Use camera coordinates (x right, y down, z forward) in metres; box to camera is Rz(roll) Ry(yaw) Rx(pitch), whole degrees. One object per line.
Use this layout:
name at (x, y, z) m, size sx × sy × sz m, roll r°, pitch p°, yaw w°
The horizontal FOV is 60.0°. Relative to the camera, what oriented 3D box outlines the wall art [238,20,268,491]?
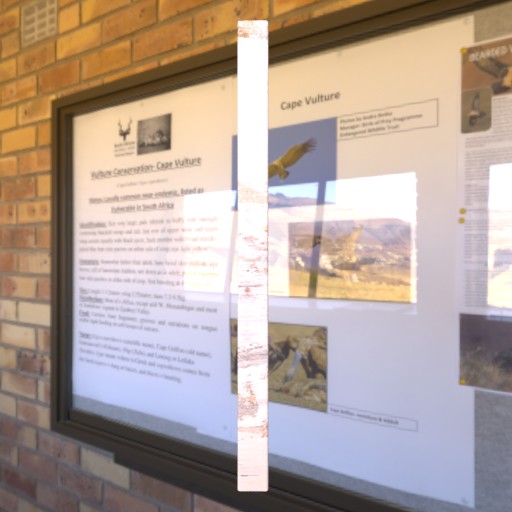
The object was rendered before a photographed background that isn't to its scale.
wall art at (0.000, 0.000, 0.881) m, size 0.040 × 0.613 × 0.611 m, roll 0°, pitch 0°, yaw 1°
